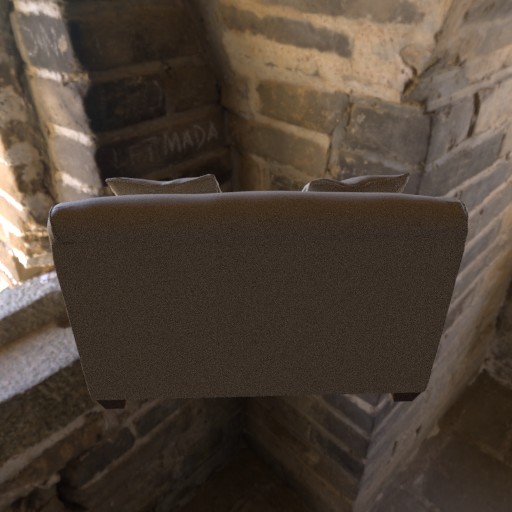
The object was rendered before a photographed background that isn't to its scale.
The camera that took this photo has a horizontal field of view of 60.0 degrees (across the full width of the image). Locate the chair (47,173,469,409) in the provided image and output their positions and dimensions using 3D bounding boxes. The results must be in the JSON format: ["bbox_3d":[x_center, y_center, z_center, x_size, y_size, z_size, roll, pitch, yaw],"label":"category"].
[{"bbox_3d":[0.000,0.000,2.023,1.383,0.948,1.000,-1,30,-2],"label":"chair"}]
